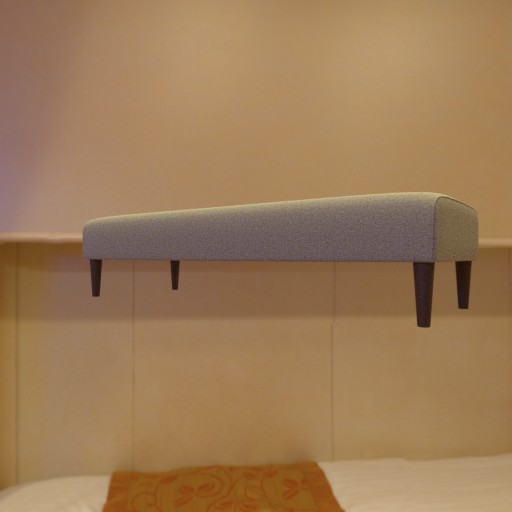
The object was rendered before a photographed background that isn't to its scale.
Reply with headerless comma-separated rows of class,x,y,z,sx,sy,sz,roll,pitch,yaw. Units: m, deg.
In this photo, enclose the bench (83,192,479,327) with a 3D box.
bench,0.000,0.000,1.852,1.598,0.383,0.631,0,0,36
